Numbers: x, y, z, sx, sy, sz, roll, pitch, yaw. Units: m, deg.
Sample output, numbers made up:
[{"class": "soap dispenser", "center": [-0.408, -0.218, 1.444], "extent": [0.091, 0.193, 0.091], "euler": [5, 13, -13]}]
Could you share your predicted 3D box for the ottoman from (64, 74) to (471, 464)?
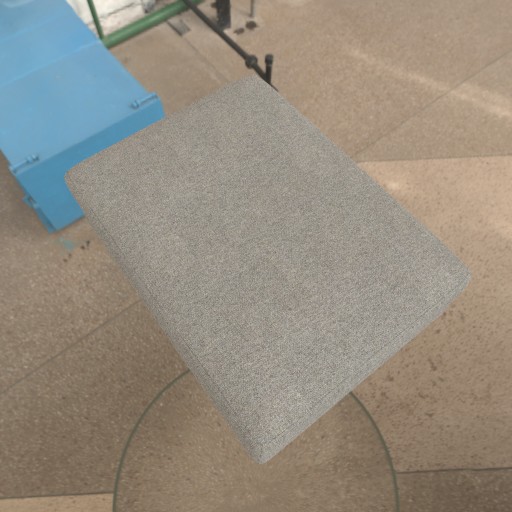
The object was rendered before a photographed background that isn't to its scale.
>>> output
[{"class": "ottoman", "center": [0.000, 0.000, 1.182], "extent": [0.611, 0.441, 0.821], "euler": [-34, 67, -16]}]
